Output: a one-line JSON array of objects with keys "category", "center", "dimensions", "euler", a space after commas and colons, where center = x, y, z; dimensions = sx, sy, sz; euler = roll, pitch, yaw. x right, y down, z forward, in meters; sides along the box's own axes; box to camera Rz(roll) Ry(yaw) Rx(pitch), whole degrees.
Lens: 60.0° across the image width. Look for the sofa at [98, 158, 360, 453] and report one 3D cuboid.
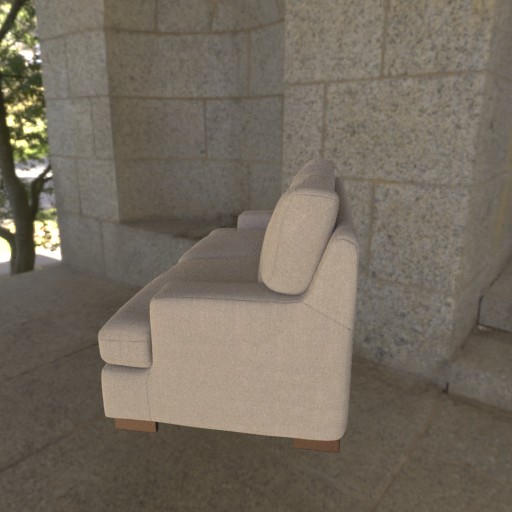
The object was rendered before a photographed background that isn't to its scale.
[{"category": "sofa", "center": [0.000, 0.000, 2.419], "dimensions": [0.962, 0.980, 1.855], "euler": [2, 16, 9]}]
